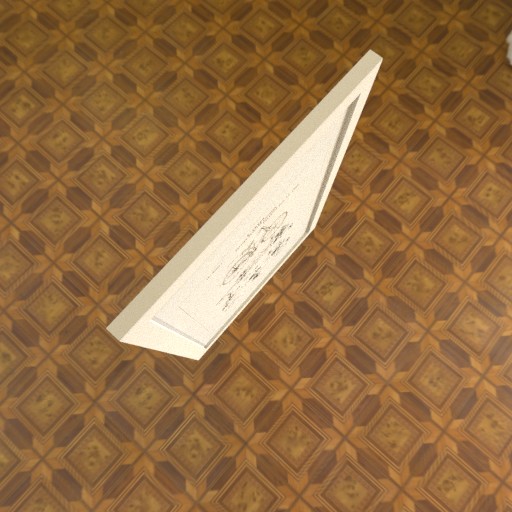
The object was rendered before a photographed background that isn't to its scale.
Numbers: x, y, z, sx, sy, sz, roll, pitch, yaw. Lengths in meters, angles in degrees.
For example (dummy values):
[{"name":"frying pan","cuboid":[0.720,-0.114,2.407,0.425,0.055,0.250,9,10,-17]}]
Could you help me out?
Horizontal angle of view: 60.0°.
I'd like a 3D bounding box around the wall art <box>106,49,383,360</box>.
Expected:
[{"name":"wall art","cuboid":[0.000,0.000,0.598,0.015,0.477,0.332,40,79,10]}]
